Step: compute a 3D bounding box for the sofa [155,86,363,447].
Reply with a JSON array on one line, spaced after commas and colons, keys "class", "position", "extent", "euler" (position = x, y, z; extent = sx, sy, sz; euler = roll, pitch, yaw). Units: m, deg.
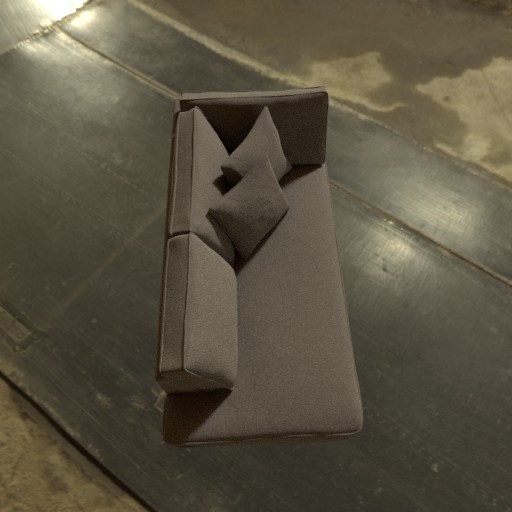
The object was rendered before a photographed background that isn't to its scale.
[{"class": "sofa", "position": [0.000, 0.000, 2.878], "extent": [1.110, 1.033, 2.237], "euler": [-2, 63, -1]}]
